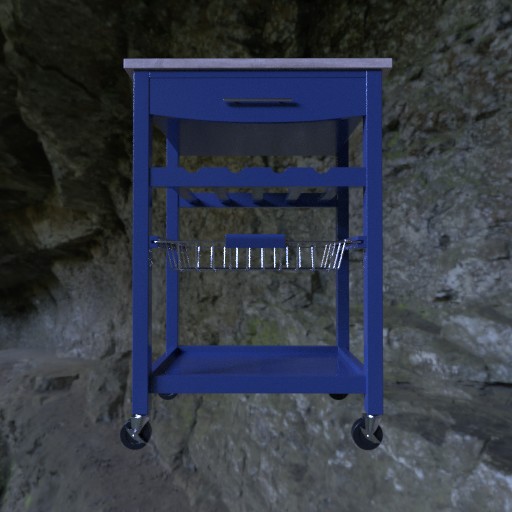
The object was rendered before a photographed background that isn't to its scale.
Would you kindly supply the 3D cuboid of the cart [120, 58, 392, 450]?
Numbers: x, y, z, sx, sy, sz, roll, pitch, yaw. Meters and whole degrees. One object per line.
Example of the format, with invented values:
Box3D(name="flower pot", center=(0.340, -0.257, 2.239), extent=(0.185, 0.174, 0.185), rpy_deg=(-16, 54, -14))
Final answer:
Box3D(name="cart", center=(0.000, 0.000, 1.138), extent=(0.584, 0.839, 0.403), rpy_deg=(0, -1, 0))
